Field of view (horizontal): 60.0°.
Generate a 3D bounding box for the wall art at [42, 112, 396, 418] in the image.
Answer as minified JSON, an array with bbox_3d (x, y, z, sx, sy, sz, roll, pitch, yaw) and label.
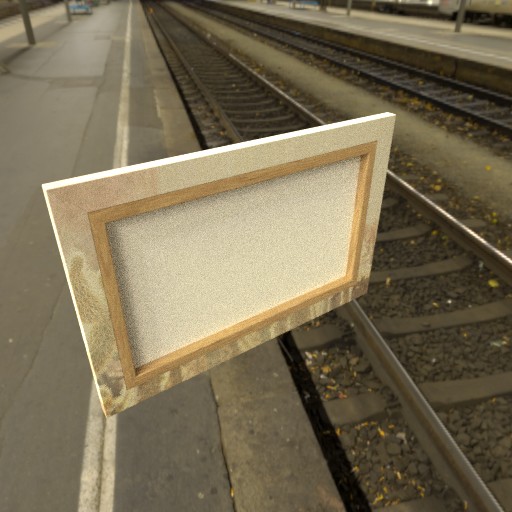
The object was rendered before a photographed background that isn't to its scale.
[{"bbox_3d":[0.000,0.000,1.455,1.142,0.758,0.041,-20,37,-29],"label":"wall art"}]
